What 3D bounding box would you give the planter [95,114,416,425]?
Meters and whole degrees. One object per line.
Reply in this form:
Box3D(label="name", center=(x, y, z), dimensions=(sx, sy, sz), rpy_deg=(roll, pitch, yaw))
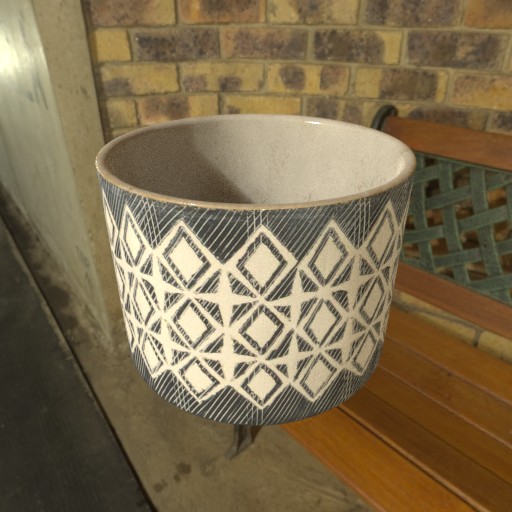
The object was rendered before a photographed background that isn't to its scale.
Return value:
Box3D(label="planter", center=(0.000, 0.000, 0.209), dimensions=(0.126, 0.104, 0.126), rpy_deg=(0, 30, 0))
